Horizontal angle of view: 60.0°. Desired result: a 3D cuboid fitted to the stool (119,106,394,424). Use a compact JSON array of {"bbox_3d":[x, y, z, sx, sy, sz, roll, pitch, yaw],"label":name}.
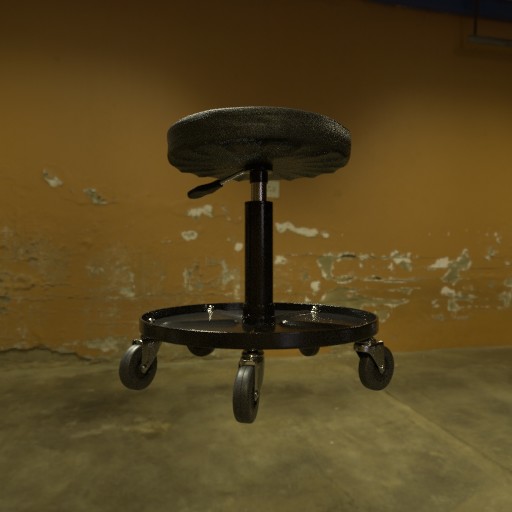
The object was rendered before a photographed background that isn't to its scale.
[{"bbox_3d":[0.000,0.000,0.674,0.382,0.365,0.381,0,0,34],"label":"stool"}]
